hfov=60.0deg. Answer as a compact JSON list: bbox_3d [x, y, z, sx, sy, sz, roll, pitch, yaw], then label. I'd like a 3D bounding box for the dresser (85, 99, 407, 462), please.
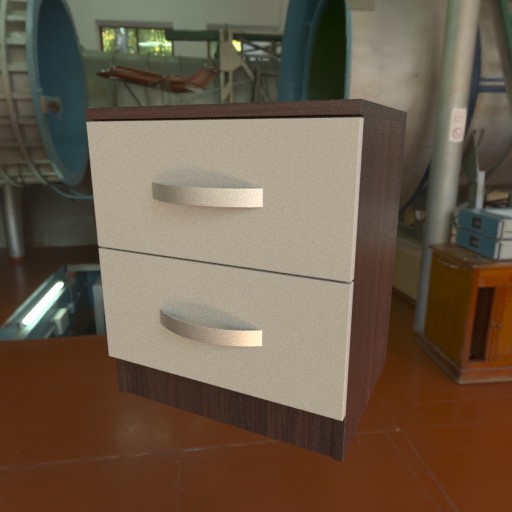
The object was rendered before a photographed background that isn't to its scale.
[{"bbox_3d":[0.000,0.000,0.750,0.400,0.470,0.360,7,17,25],"label":"dresser"}]
